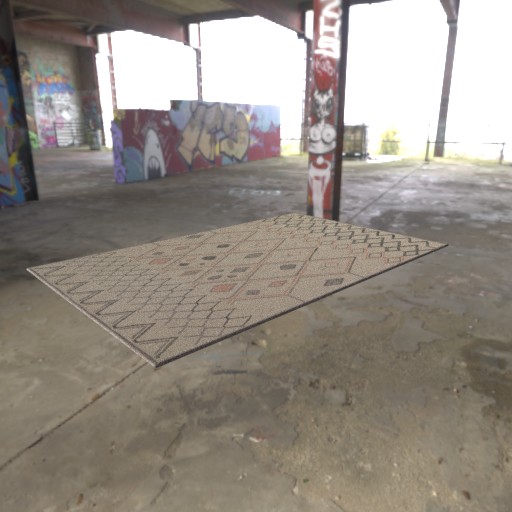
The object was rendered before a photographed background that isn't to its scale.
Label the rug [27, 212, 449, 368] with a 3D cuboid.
[{"bbox_3d":[0.000,0.000,2.981,2.438,0.015,1.524,-16,23,-40],"label":"rug"}]
